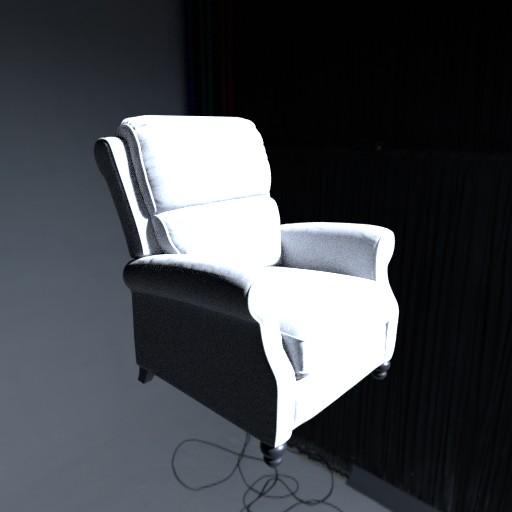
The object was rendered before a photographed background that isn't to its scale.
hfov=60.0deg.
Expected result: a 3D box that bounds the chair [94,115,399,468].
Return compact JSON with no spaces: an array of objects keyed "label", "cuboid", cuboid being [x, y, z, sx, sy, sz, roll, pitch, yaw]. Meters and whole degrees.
[{"label":"chair","cuboid":[0.000,0.000,1.725,0.919,1.046,0.859,15,22,41]}]
